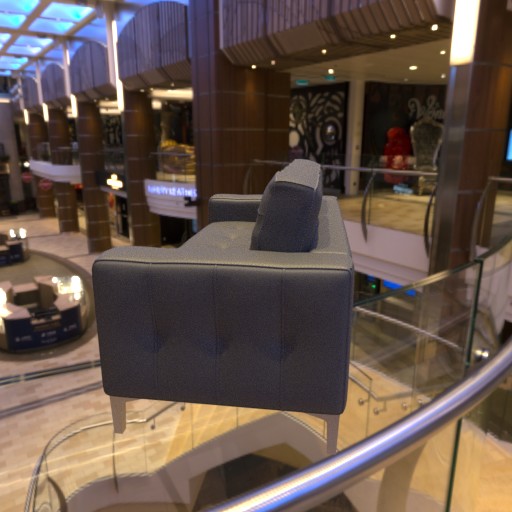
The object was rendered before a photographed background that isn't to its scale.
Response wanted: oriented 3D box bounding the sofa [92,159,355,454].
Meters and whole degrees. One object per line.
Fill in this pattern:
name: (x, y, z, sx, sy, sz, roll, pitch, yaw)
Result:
sofa: (0.000, 0.000, 2.183, 0.833, 0.893, 1.726, 2, 15, 8)
